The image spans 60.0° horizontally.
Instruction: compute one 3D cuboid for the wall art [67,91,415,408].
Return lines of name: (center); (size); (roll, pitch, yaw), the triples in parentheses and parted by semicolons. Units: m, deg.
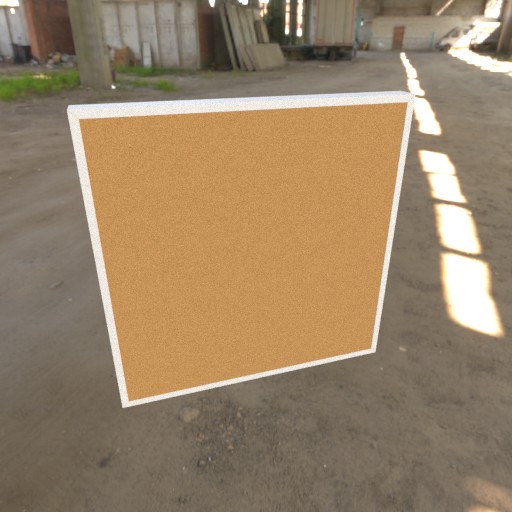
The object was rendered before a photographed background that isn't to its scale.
wall art: (0.000, 0.000, 0.452); (0.304, 0.304, 0.024); (-8, 28, -16)
